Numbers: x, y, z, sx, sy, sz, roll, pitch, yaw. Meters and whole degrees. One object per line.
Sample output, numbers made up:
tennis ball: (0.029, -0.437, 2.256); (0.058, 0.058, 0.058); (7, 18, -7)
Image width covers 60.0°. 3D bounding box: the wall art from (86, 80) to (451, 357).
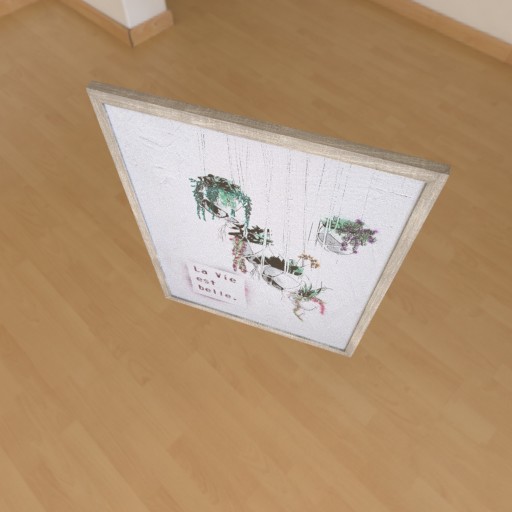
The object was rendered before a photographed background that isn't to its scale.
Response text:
wall art: (0.000, 0.000, 1.343); (0.781, 1.022, 0.035); (16, 59, 10)
